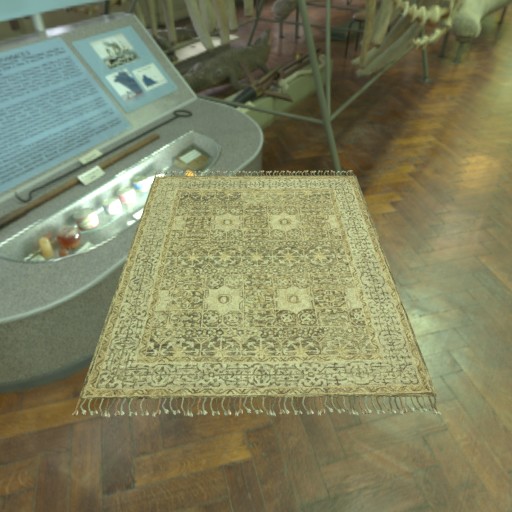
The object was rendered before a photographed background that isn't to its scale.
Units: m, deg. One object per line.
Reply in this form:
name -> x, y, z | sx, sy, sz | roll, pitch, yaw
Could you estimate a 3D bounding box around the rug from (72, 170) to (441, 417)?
rug -> 0.000, 0.000, 4.160 | 2.431, 0.017, 3.291 | 0, 39, 0
